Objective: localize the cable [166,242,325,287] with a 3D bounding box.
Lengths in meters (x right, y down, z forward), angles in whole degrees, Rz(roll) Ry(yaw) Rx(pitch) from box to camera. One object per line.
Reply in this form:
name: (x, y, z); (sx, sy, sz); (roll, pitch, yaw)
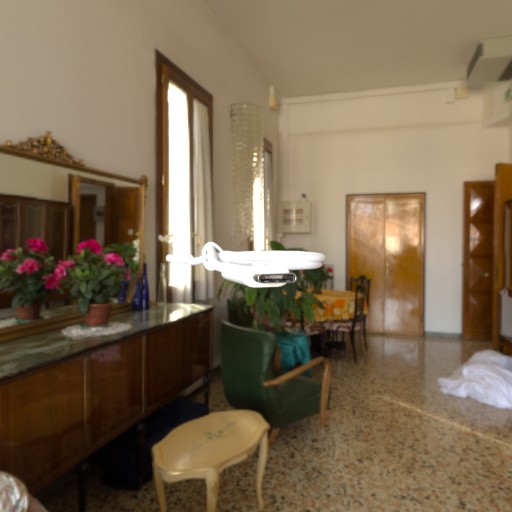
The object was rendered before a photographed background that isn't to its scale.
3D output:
cable: (0.000, 0.000, 0.225); (0.070, 0.014, 0.203); (0, 2, -19)
